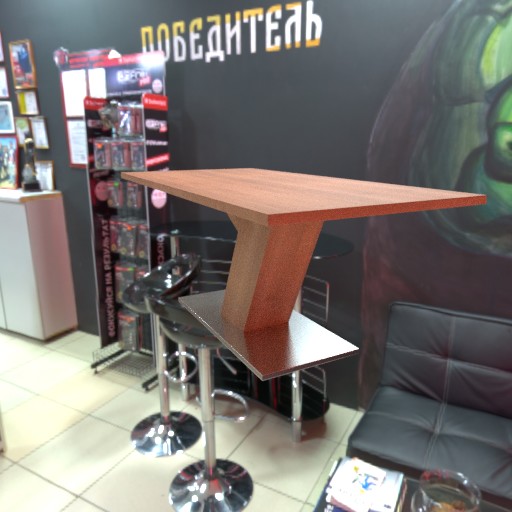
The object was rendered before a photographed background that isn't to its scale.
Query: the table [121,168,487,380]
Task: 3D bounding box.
[{"bbox_3d":[0.000,0.000,2.233,0.900,0.750,1.800,-8,17,-27],"label":"table"}]
